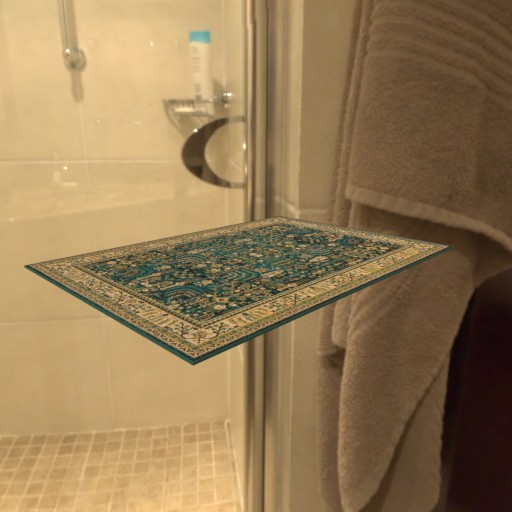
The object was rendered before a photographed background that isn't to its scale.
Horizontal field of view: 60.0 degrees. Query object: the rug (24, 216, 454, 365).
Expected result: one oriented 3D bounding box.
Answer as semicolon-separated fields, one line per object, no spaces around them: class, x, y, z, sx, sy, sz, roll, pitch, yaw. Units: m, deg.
rug;0.000;0.000;2.786;1.594;0.013;2.213;15;22;43
